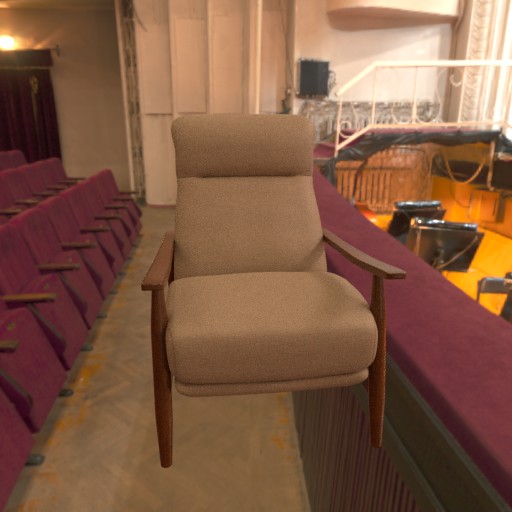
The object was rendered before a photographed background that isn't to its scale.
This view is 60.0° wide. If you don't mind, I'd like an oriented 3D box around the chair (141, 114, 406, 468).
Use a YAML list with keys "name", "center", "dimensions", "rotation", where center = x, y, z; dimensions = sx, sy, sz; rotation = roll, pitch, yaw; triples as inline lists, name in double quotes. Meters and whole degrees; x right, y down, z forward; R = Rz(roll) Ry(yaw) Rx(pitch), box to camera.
- name: "chair"
  center: [0.000, 0.000, 1.753]
  dimensions: [0.762, 1.082, 1.030]
  rotation: [-2, 17, -7]
